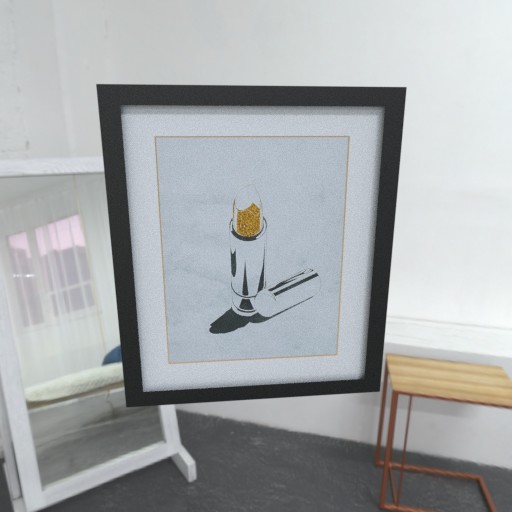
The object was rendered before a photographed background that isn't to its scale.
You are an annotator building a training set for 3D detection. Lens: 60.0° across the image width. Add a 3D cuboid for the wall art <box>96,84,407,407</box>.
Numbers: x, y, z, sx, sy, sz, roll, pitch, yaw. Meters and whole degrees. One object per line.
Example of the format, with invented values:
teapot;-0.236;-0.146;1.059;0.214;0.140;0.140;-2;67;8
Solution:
wall art;0.000;0.000;0.531;0.330;0.381;0.019;-2;16;-6
